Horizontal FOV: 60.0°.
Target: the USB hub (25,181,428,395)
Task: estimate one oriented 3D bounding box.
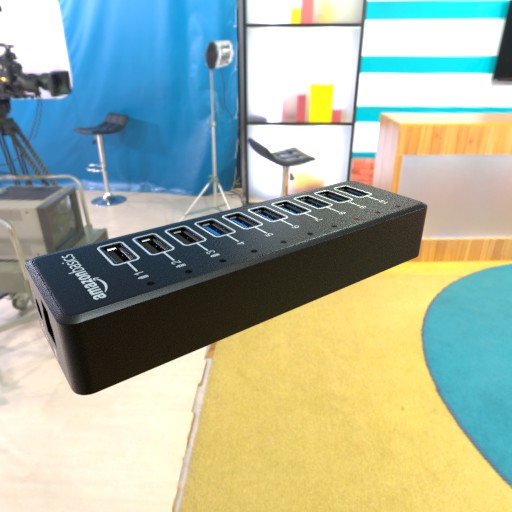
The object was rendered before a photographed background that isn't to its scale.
[{"bbox_3d":[0.000,0.000,0.162,0.145,0.023,0.044,-18,31,-32],"label":"USB hub"}]
